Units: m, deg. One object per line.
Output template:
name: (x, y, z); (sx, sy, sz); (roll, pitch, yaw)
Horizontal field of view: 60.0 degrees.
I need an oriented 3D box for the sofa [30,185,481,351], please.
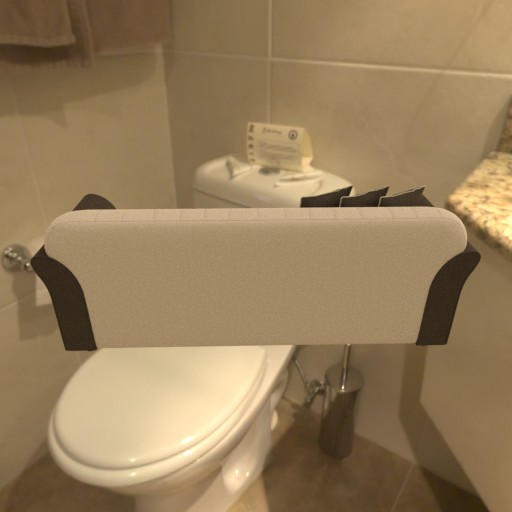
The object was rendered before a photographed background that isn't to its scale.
sofa: (0.000, 0.000, 2.381); (2.001, 0.787, 0.755); (-1, 29, -1)
